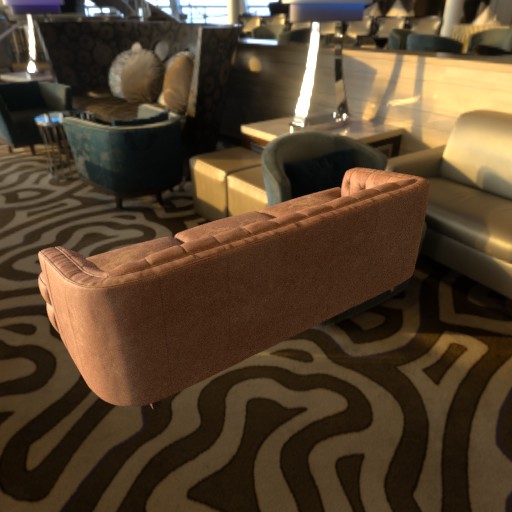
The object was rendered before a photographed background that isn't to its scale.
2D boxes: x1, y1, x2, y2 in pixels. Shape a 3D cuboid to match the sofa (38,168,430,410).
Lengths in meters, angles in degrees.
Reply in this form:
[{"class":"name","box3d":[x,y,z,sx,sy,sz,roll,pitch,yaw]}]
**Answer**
[{"class":"sofa","box3d":[0.000,0.000,2.636,2.257,0.791,0.922,-19,35,-30]}]
